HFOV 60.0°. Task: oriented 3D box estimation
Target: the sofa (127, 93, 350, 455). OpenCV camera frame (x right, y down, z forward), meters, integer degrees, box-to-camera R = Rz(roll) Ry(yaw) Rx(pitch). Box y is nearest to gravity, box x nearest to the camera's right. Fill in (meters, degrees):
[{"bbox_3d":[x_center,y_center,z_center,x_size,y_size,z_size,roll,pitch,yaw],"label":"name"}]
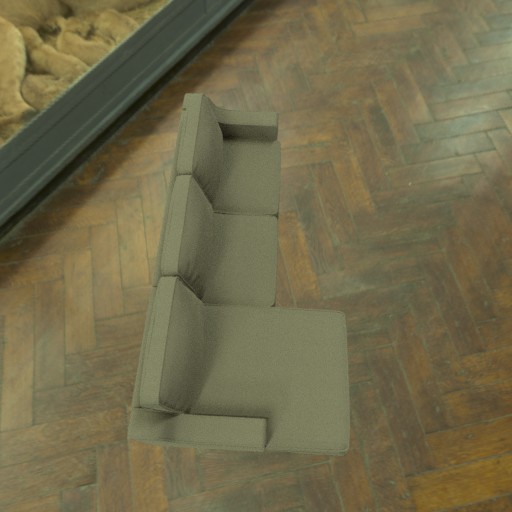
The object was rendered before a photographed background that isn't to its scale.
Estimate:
[{"bbox_3d":[0.000,0.000,3.203,1.294,0.928,2.561,3,64,1],"label":"sofa"}]
